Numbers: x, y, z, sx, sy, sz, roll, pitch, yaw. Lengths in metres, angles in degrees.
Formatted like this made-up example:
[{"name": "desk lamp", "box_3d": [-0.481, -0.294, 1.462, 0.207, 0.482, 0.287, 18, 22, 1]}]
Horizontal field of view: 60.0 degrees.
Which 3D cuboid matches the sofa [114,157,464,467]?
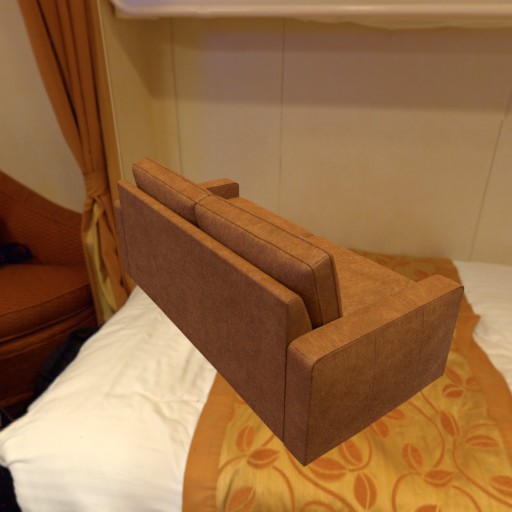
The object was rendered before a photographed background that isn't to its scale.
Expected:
[{"name": "sofa", "box_3d": [0.000, 0.000, 2.673, 0.991, 0.928, 2.156, -18, 32, -31]}]
